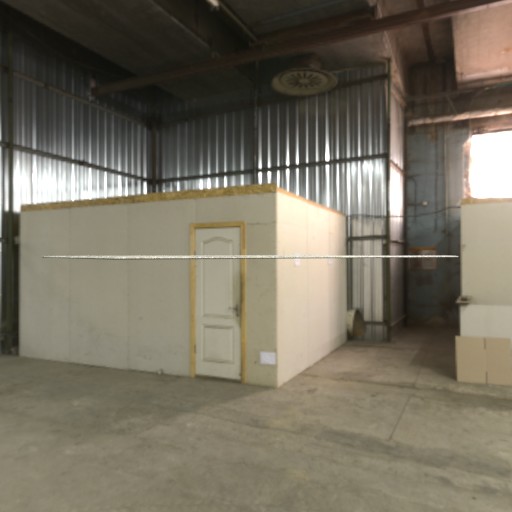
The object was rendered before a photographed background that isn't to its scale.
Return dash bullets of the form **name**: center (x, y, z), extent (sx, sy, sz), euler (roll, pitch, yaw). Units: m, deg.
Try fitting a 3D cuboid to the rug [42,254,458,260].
- **rug**: center (0.000, 0.000, 3.065), extent (2.447, 0.021, 1.527), euler (0, 0, -35)
